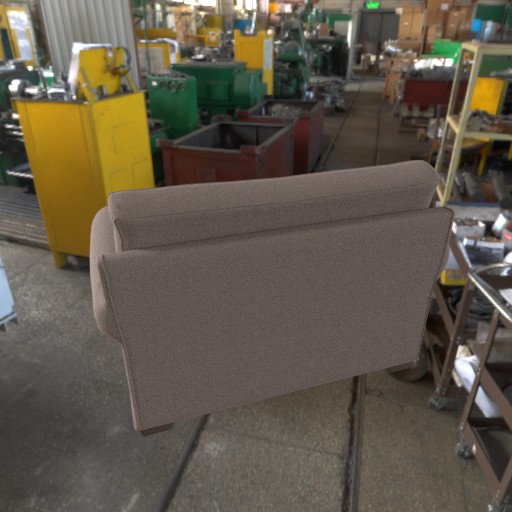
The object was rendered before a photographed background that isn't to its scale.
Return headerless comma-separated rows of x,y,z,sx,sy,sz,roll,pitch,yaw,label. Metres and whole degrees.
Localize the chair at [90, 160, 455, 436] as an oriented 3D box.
0.000,0.000,2.004,1.390,0.930,0.930,-9,29,-16,chair
